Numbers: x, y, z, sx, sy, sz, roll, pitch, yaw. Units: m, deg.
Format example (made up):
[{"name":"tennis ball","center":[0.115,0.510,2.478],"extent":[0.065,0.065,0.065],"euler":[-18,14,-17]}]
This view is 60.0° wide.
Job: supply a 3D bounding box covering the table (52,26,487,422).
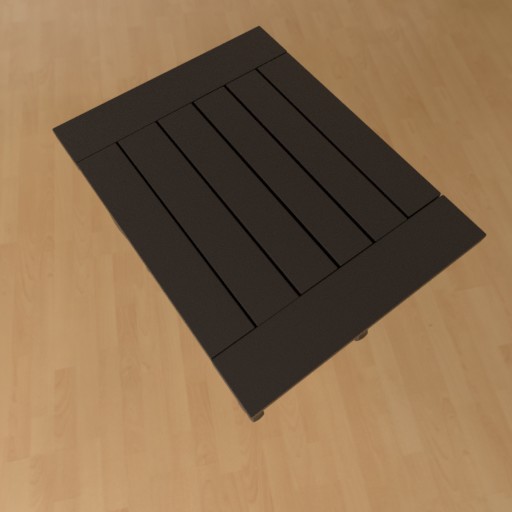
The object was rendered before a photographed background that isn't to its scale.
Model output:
[{"name":"table","center":[0.000,0.000,1.012],"extent":[0.460,0.604,0.602],"euler":[-34,69,-15]}]
